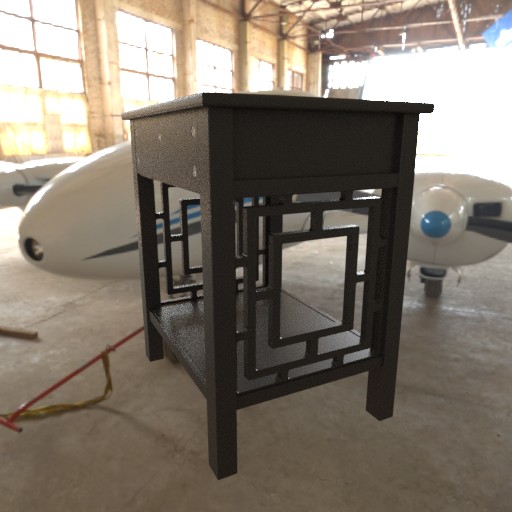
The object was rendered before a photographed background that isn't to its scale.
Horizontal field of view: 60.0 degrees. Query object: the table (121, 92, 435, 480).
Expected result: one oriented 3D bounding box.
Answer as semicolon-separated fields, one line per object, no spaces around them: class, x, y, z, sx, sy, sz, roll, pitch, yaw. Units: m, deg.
table;0.000;0.000;1.020;0.451;0.646;0.564;-7;17;-26
